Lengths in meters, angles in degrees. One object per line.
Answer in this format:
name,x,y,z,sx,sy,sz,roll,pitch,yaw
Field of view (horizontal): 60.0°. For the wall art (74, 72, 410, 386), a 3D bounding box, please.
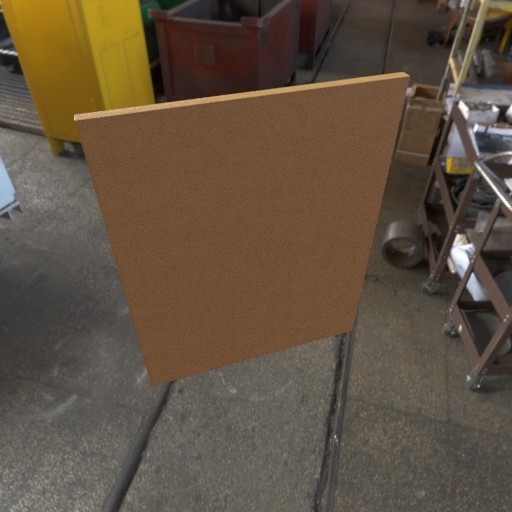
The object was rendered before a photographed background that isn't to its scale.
wall art,0.000,0.000,1.353,0.798,1.002,0.030,-13,43,-14
